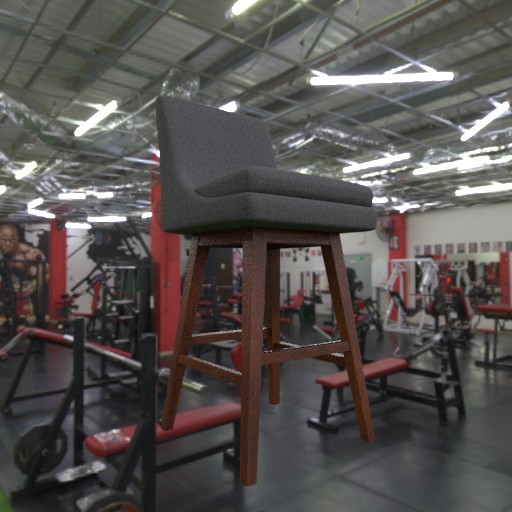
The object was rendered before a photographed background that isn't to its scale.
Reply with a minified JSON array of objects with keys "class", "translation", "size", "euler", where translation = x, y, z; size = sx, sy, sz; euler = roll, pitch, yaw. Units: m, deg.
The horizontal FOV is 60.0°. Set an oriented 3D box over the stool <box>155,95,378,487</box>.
[{"class":"stool","translation":[0.000,0.000,1.249],"size":[0.447,0.977,0.524],"euler":[1,-2,-37]}]
